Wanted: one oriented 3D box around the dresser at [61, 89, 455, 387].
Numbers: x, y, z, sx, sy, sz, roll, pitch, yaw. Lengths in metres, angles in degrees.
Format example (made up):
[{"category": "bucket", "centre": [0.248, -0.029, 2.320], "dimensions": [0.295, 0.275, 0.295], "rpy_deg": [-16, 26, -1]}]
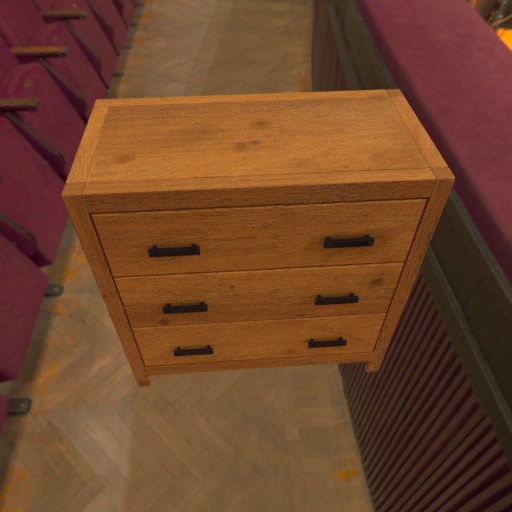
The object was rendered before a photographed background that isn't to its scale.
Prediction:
[{"category": "dresser", "centre": [0.000, 0.000, 1.319], "dimensions": [0.804, 0.804, 0.427], "rpy_deg": [-3, 47, -3]}]
